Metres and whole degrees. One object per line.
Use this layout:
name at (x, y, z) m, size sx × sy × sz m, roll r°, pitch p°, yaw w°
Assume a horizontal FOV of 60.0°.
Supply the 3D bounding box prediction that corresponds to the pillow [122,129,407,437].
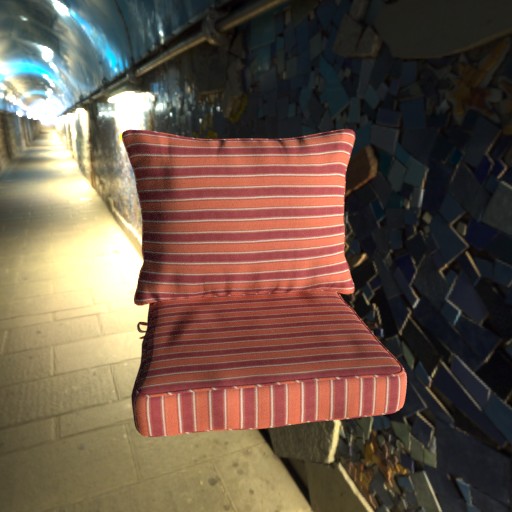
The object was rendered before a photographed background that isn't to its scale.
pillow at (0.000, 0.000, 1.332) m, size 0.799 × 0.723 × 0.733 m, roll -3°, pitch 17°, yaw -8°
